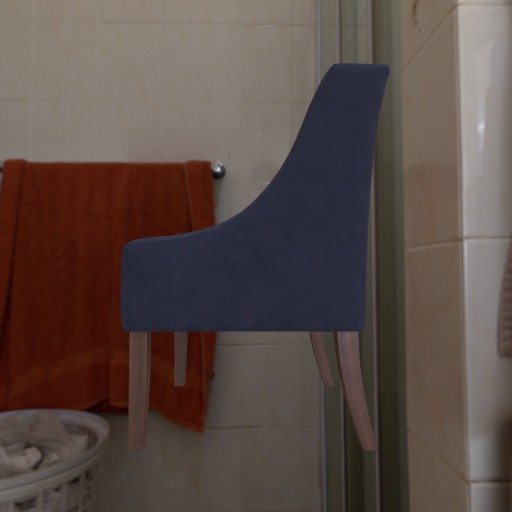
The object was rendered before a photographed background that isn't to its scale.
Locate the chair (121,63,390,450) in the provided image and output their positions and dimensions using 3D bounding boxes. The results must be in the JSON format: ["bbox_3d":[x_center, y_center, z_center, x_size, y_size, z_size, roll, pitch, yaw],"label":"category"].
[{"bbox_3d":[0.000,0.000,1.311,0.629,0.895,0.629,0,-2,0],"label":"chair"}]
